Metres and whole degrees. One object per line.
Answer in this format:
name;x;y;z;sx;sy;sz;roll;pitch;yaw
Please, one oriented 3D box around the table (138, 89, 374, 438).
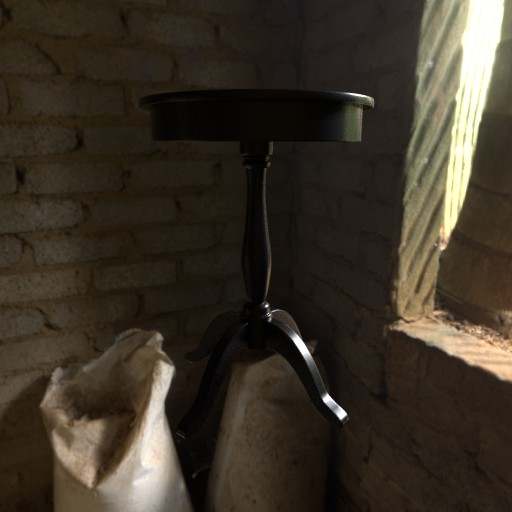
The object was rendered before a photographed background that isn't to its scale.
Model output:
table;0.000;0.000;1.006;0.481;0.665;0.481;0;14;0
